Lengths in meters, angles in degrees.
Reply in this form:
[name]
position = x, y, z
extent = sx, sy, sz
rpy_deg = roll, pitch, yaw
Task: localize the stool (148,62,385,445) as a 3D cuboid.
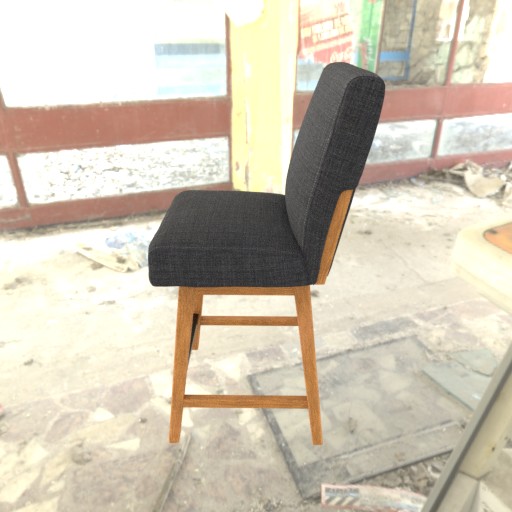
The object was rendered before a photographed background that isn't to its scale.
[stool]
position = 0.000, 0.000, 1.278
extent = 0.526, 1.010, 0.459
rpy_deg = 0, 27, 1
